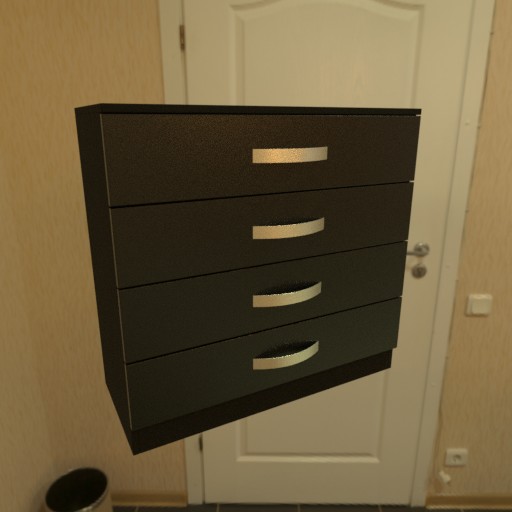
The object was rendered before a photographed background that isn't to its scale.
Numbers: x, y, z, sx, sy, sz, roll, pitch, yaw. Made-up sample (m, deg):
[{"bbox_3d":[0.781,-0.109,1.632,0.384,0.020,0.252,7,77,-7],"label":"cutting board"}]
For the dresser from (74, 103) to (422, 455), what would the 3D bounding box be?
[{"bbox_3d":[0.000,0.000,1.137,0.750,0.720,0.360,-9,19,-27],"label":"dresser"}]
